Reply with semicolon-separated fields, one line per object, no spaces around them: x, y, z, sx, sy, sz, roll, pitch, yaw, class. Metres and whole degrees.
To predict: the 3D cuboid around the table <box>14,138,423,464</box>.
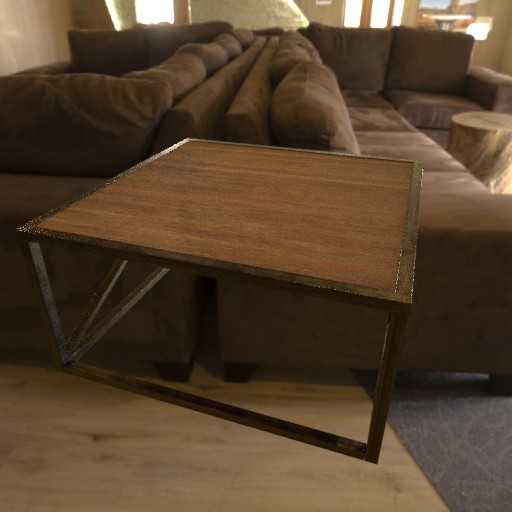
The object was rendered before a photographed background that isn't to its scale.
0.000;0.000;1.404;0.909;0.451;0.899;10;31;17;table
